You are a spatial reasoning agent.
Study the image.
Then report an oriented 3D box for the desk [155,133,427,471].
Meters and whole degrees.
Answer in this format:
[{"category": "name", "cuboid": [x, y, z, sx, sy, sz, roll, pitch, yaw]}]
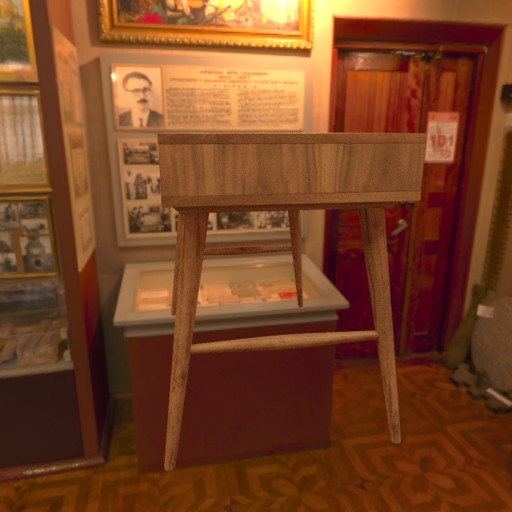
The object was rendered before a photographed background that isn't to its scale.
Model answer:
[{"category": "desk", "cuboid": [0.000, 0.000, 1.417, 0.588, 0.758, 0.949, -3, 16, -9]}]
